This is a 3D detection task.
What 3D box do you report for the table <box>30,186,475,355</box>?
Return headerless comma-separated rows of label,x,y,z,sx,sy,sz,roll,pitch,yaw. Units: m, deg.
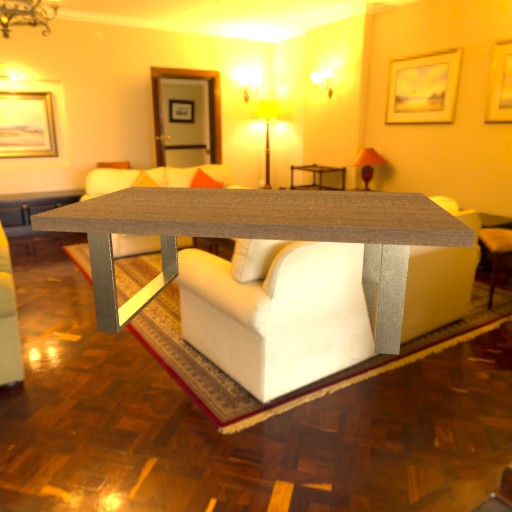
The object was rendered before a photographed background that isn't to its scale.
table,0.000,0.000,1.812,1.400,0.440,0.800,3,16,9
